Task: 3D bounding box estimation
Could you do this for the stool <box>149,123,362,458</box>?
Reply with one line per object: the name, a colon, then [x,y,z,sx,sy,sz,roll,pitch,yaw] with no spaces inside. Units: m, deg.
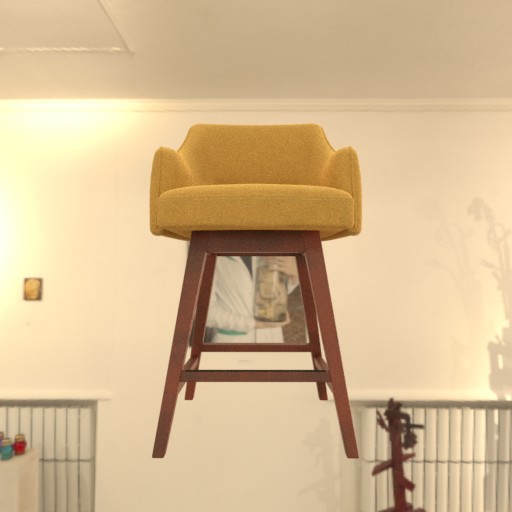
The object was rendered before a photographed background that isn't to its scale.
stool: [0.000,0.000,1.273,0.548,0.924,0.558,0,-2,0]
